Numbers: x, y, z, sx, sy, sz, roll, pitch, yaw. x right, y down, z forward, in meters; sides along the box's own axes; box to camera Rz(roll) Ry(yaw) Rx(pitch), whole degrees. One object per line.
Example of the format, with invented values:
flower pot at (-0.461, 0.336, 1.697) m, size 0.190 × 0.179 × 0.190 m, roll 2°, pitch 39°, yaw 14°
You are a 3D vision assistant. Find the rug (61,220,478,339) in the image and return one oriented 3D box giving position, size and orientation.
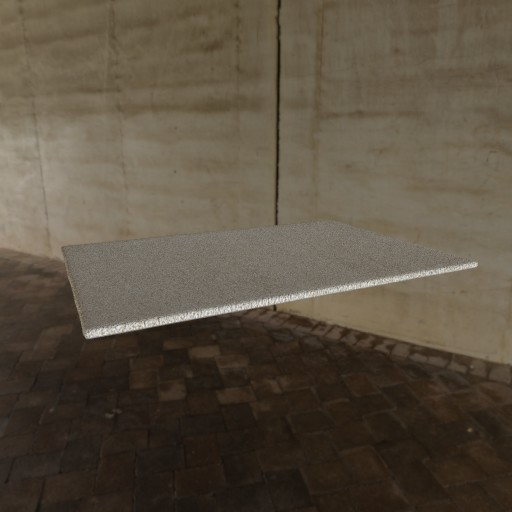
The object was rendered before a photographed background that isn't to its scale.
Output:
rug at (0.000, 0.000, 2.269) m, size 1.778 × 0.030 × 1.219 m, roll -7°, pitch 17°, yaw -25°
